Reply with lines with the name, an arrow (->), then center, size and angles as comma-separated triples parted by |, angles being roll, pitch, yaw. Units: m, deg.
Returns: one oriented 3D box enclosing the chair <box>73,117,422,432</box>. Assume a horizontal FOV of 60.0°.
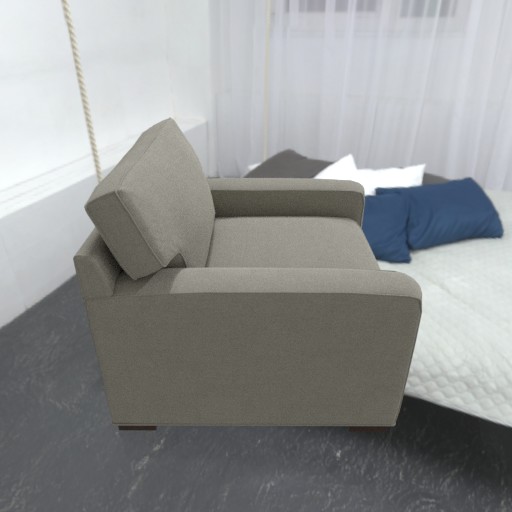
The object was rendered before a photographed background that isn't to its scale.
chair -> 0.000, 0.000, 1.812 | 1.044, 0.934, 0.999 | 0, 30, 0
